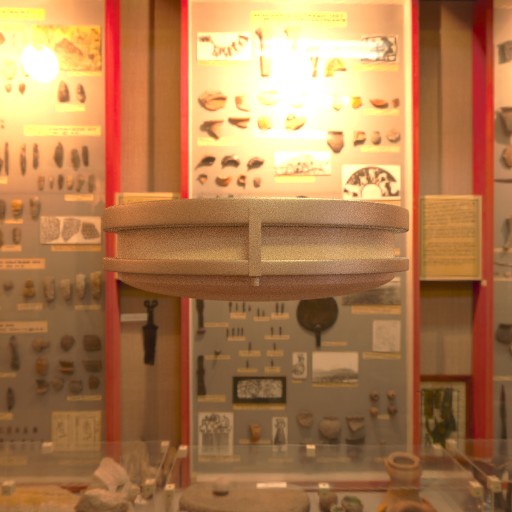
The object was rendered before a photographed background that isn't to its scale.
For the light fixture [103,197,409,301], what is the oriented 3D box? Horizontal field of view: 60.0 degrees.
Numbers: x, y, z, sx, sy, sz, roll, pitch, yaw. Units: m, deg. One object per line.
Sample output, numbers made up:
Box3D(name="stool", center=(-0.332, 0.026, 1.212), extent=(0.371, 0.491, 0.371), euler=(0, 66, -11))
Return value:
Box3D(name="light fixture", center=(0.000, 0.000, 0.542), extent=(0.356, 0.102, 0.356), euler=(0, 1, 0))
